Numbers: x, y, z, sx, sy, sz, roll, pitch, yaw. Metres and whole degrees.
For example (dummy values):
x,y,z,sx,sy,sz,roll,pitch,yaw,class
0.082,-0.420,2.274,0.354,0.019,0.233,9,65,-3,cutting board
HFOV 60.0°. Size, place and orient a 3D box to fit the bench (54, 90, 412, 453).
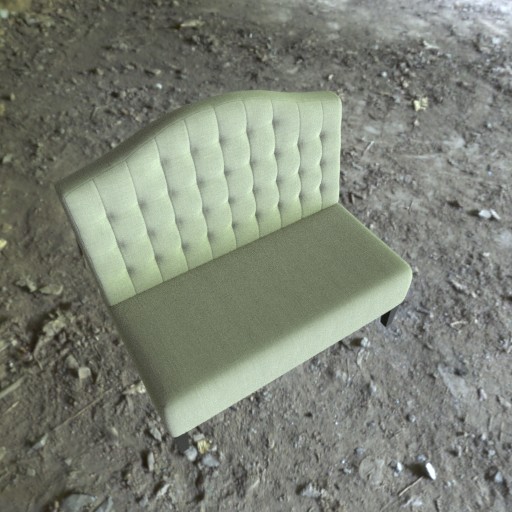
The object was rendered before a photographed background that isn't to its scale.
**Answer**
x,y,z,sx,sy,sz,roll,pitch,yaw,class
0.000,0.000,2.014,1.335,1.180,0.815,-25,53,-21,bench
